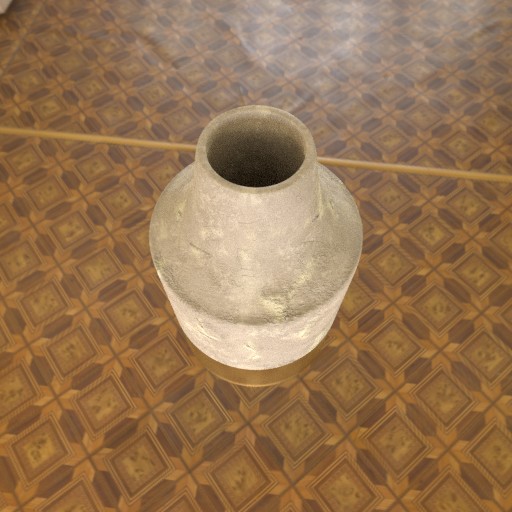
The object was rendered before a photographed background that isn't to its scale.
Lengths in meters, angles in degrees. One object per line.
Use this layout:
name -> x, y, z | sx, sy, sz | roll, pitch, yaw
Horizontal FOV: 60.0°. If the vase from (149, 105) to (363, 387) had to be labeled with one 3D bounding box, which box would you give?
vase -> 0.000, 0.000, 0.429 | 0.184, 0.305, 0.184 | 0, 61, 0
